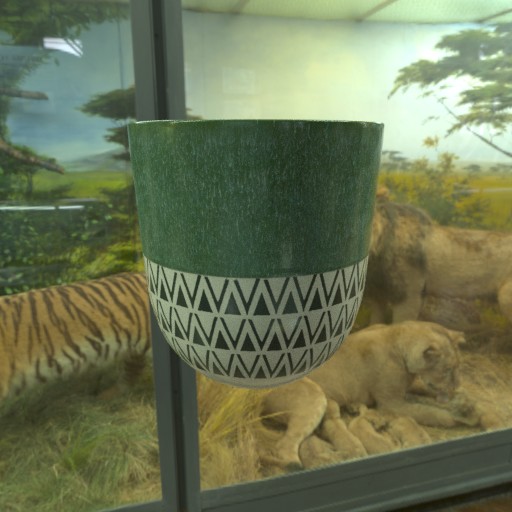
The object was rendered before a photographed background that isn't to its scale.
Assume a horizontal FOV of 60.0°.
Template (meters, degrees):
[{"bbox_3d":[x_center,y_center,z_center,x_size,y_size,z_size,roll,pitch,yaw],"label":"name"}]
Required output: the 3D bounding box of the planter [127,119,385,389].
[{"bbox_3d":[0.000,0.000,0.375,0.195,0.214,0.195,0,15,0],"label":"planter"}]
